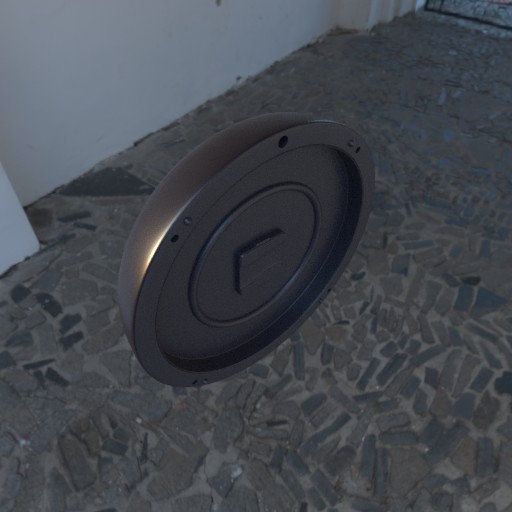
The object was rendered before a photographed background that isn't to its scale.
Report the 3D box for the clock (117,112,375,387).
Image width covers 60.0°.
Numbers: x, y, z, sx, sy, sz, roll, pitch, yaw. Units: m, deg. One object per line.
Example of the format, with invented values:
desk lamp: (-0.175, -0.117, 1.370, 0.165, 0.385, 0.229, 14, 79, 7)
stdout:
clock: (0.000, 0.000, 0.448, 0.300, 0.300, 0.060, -31, 53, -27)
